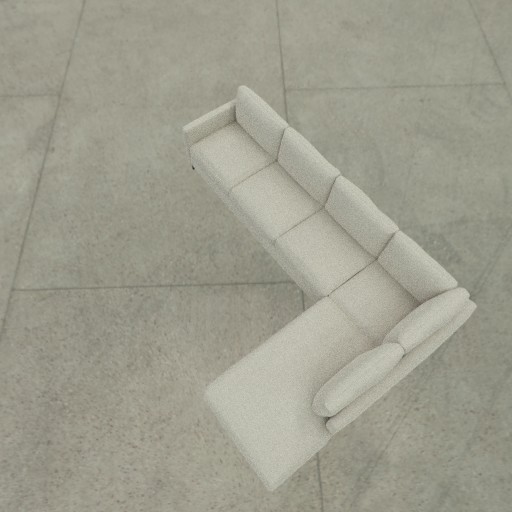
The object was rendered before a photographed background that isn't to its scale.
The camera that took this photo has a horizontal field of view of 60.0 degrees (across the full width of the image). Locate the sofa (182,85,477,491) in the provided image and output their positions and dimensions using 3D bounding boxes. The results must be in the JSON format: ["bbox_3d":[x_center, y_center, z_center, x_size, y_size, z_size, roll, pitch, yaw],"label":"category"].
[{"bbox_3d":[0.000,0.000,3.758,2.007,0.815,2.949,-34,67,-17],"label":"sofa"}]
